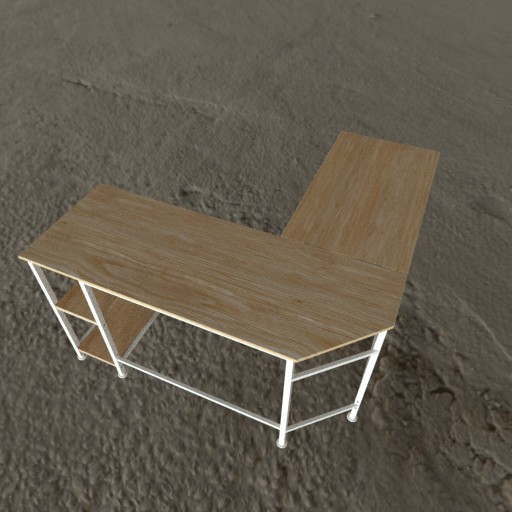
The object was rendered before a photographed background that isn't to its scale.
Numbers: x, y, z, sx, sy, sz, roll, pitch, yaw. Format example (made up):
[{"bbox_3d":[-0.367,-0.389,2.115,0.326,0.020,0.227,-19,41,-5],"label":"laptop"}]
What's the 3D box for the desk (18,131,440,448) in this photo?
[{"bbox_3d":[0.000,0.000,2.202,1.379,0.739,1.379,17,48,16],"label":"desk"}]
